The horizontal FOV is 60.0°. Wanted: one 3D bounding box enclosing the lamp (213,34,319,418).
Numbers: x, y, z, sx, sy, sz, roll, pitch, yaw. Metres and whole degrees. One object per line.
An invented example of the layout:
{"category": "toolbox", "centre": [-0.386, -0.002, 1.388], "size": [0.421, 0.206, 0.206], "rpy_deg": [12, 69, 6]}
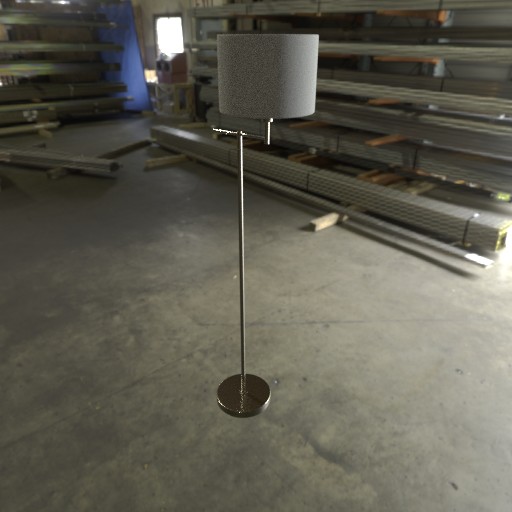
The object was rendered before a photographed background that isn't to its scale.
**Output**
{"category": "lamp", "centre": [0.000, 0.000, 1.791], "size": [0.416, 1.600, 0.324], "rpy_deg": [18, 31, 32]}
